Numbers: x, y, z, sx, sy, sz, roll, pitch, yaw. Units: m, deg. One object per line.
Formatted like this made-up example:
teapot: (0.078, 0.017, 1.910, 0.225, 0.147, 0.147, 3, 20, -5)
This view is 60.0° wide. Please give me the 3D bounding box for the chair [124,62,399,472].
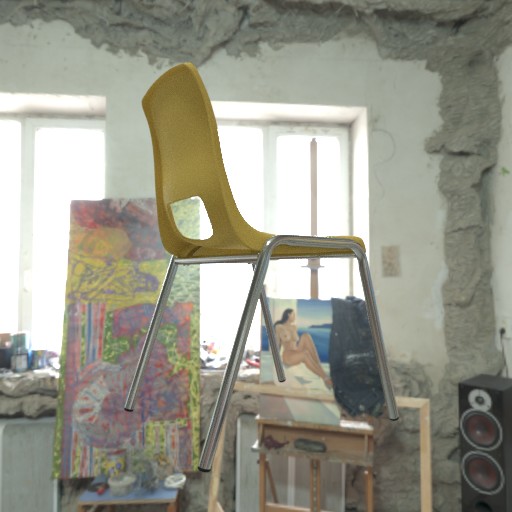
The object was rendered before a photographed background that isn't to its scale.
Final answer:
chair: (0.000, 0.000, 0.920, 0.436, 0.653, 0.381, 1, -2, -35)
